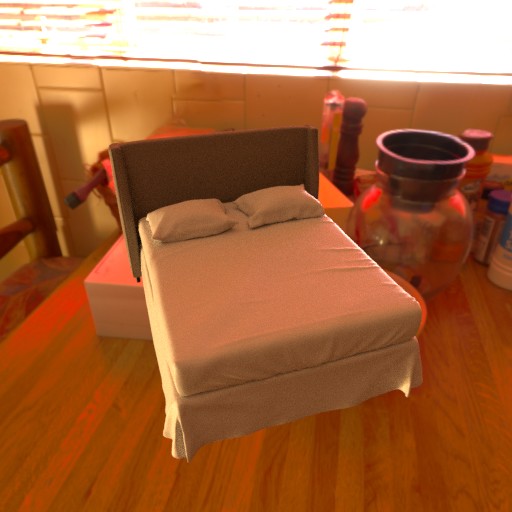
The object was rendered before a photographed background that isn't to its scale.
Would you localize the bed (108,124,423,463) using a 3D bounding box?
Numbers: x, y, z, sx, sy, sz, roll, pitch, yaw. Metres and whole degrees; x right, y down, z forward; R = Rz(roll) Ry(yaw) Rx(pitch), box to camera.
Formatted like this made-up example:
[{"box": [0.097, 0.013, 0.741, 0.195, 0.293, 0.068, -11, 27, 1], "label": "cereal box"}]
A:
[{"box": [0.000, 0.000, 3.465, 1.925, 1.332, 2.276, -10, 33, -16], "label": "bed"}]
